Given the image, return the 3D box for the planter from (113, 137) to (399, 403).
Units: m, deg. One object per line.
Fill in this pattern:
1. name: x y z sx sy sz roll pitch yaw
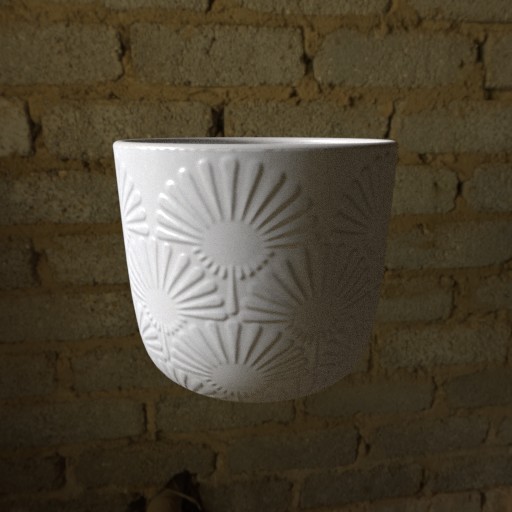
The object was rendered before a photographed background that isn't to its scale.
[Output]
1. planter: 0.000 0.000 0.215 0.124 0.109 0.124 0 16 0
